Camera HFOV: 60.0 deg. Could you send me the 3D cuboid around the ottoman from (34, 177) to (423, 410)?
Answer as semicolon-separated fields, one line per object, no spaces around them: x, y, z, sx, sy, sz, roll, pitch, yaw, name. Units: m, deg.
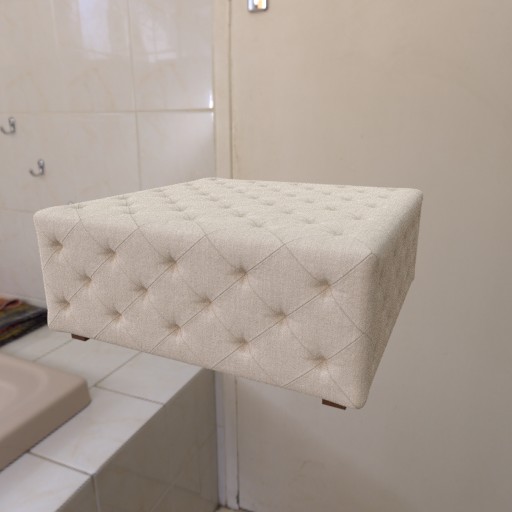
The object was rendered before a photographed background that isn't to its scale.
0.000;0.000;1.620;1.028;0.439;1.028;7;18;24;ottoman
